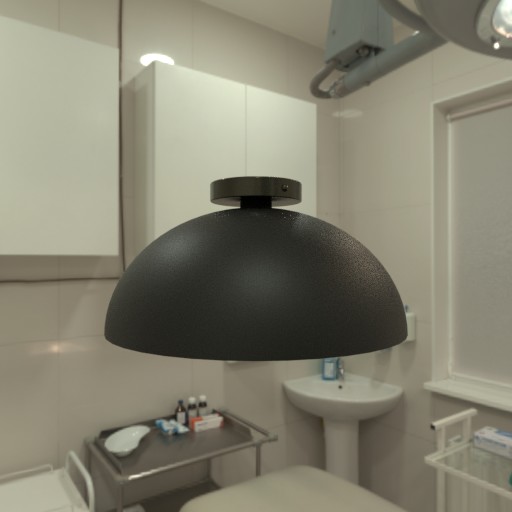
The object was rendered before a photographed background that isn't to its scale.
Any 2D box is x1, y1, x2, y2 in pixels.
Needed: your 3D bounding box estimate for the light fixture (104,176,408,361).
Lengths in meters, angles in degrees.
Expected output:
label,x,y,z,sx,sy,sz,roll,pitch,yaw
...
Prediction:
label,x,y,z,sx,sy,sz,roll,pitch,yaw
light fixture,0.000,0.000,0.548,0.355,0.177,0.355,0,0,0
